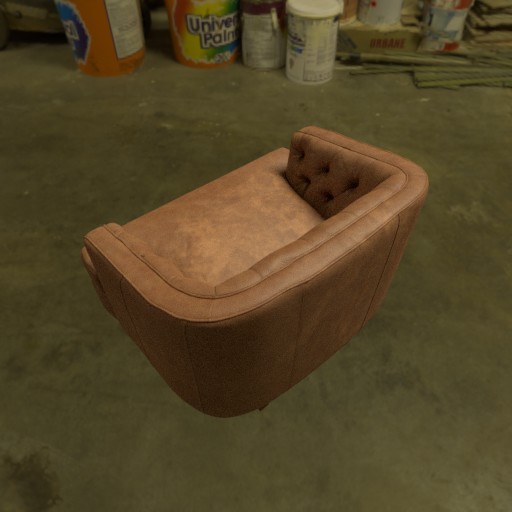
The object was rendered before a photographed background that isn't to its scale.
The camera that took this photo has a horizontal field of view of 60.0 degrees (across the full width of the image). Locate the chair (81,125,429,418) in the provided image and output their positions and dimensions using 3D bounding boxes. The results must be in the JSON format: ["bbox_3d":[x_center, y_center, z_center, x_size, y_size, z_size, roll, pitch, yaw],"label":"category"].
[{"bbox_3d":[0.000,0.000,1.790,1.119,0.836,0.911,-32,55,-26],"label":"chair"}]
